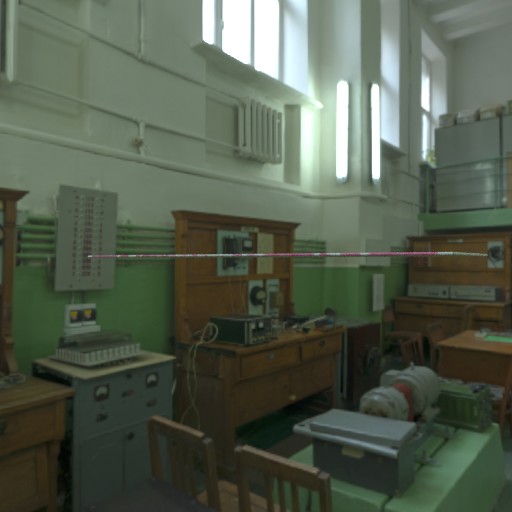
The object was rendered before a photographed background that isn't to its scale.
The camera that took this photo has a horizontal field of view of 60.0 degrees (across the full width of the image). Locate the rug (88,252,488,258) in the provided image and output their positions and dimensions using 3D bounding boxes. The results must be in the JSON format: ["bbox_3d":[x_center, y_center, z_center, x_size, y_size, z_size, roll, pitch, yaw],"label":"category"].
[{"bbox_3d":[0.000,0.000,2.723,2.458,0.011,0.787,0,-1,37],"label":"rug"}]
